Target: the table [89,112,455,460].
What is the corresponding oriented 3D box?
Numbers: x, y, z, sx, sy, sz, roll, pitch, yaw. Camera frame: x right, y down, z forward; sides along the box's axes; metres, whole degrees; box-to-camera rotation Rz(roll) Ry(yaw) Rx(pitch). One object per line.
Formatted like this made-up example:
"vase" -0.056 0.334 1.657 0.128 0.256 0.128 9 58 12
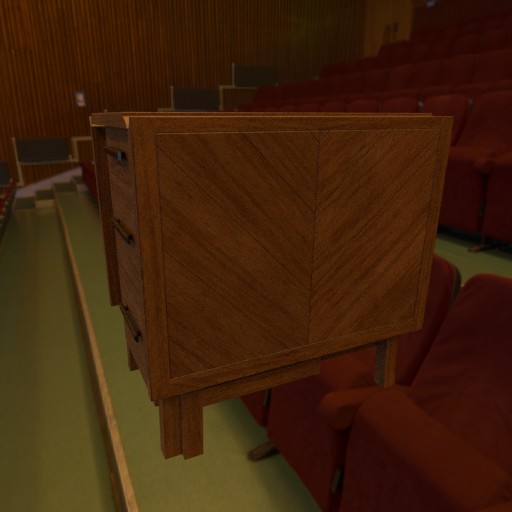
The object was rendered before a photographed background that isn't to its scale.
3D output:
"table" 0.000 0.000 1.246 0.746 0.763 0.591 -8 19 -25
